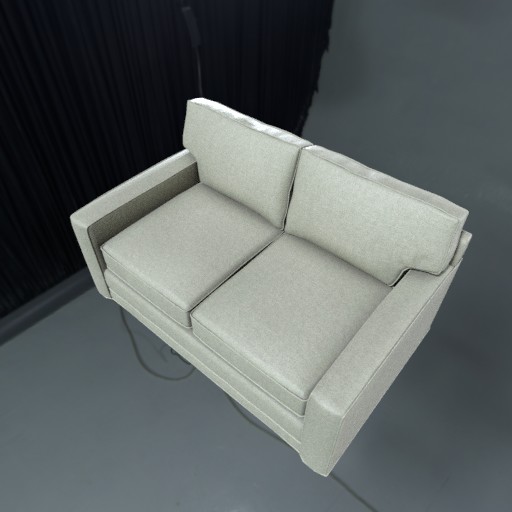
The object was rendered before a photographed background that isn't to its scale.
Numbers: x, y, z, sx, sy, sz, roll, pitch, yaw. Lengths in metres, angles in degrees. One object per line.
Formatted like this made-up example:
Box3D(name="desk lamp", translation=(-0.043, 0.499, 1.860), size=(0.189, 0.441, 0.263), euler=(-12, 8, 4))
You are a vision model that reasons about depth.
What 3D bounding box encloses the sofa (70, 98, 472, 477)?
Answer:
Box3D(name="sofa", translation=(0.000, 0.000, 2.018), size=(1.484, 0.853, 0.940), euler=(31, 53, 27))
